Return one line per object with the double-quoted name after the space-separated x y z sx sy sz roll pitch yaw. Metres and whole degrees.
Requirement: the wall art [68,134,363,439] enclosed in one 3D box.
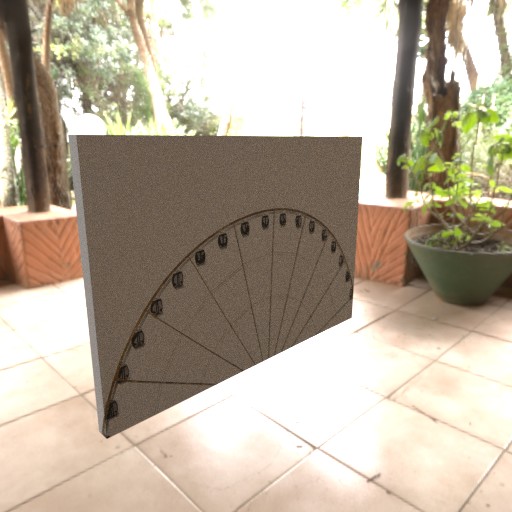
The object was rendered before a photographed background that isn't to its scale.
0.000 0.000 1.148 0.898 0.601 0.038 -14 20 -43 "wall art"
